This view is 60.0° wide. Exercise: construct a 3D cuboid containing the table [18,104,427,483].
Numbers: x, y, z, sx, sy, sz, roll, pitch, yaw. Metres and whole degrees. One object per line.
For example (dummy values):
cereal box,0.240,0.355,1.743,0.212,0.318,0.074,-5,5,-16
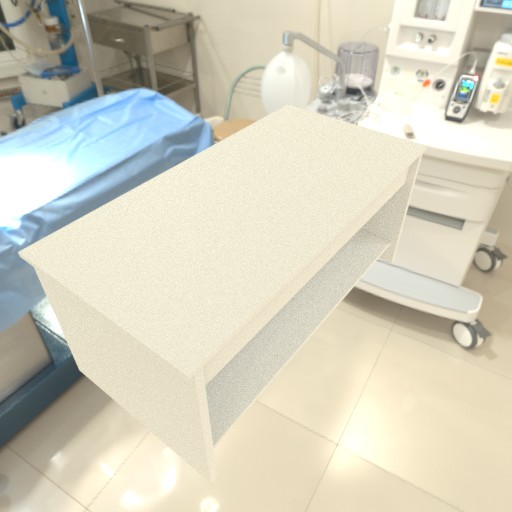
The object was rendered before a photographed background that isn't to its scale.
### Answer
table,0.000,0.000,1.264,0.500,0.441,1.000,27,48,28
